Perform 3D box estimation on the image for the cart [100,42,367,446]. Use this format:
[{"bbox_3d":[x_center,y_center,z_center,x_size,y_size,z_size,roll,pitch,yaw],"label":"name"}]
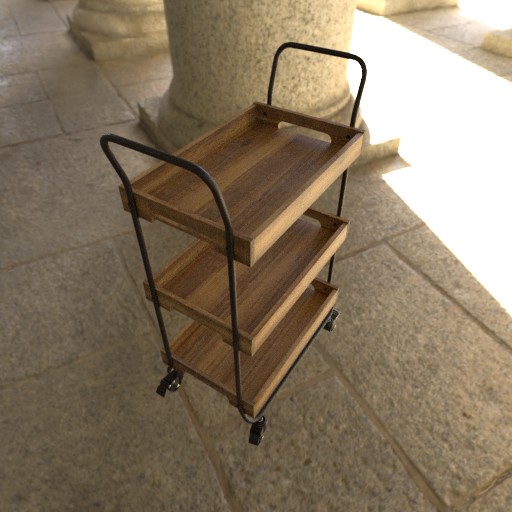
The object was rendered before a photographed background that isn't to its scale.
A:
[{"bbox_3d":[0.000,0.000,1.127,0.339,0.857,0.583,24,47,24],"label":"cart"}]
